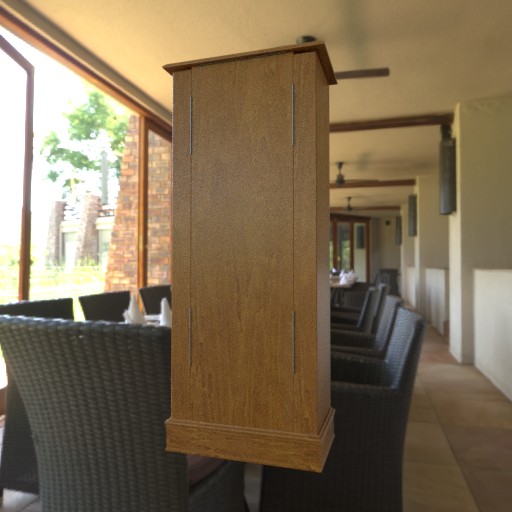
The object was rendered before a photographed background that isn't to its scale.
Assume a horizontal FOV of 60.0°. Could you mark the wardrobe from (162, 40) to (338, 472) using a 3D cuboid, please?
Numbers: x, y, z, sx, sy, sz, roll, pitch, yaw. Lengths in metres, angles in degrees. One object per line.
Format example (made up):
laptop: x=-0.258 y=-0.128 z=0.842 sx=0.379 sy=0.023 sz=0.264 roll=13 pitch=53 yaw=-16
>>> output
wardrobe: x=0.000 y=0.000 z=1.167 sx=0.406 sy=0.959 sz=0.273 roll=0 pitch=-1 yaw=18
